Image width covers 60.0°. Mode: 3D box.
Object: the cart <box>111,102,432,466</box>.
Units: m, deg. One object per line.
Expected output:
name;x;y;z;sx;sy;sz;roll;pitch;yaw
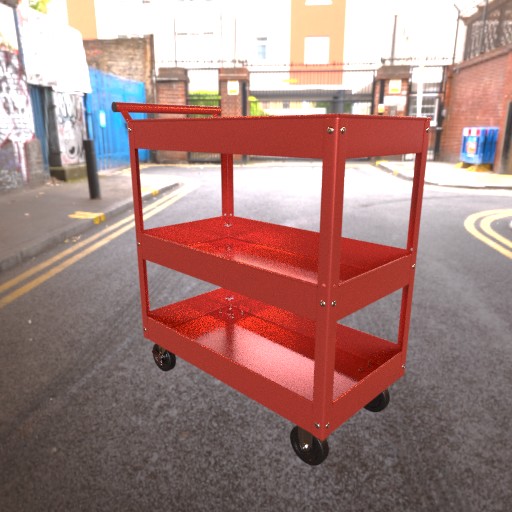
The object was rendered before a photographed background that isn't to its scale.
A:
cart;0.000;0.000;1.165;0.719;0.780;0.366;15;22;42
